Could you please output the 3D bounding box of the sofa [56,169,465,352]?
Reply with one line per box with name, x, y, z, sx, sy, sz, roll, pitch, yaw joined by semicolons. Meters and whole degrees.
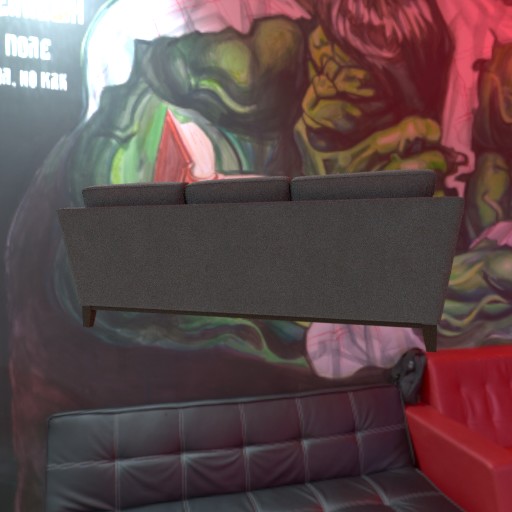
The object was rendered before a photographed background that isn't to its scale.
sofa;0.000;0.000;2.916;2.387;0.940;0.965;1;2;18
